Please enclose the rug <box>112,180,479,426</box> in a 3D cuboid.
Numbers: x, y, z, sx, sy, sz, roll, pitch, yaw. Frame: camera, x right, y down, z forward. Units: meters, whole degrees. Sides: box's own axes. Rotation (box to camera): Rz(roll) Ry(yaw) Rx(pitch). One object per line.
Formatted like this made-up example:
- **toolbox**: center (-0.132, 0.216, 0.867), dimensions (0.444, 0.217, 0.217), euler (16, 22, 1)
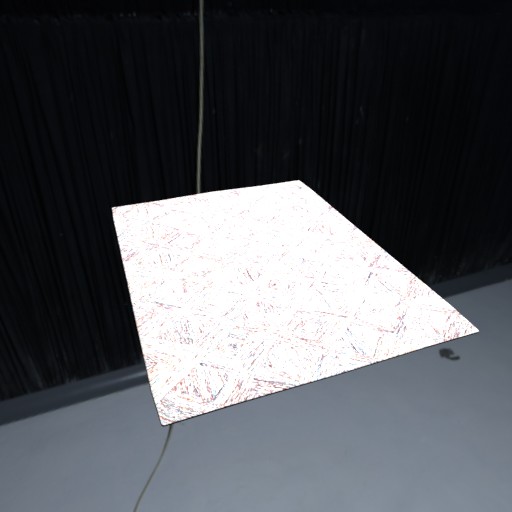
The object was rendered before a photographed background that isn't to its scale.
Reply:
- **rug**: center (0.000, 0.000, 4.271), dimensions (2.436, 0.024, 3.226), euler (-11, 33, -17)
